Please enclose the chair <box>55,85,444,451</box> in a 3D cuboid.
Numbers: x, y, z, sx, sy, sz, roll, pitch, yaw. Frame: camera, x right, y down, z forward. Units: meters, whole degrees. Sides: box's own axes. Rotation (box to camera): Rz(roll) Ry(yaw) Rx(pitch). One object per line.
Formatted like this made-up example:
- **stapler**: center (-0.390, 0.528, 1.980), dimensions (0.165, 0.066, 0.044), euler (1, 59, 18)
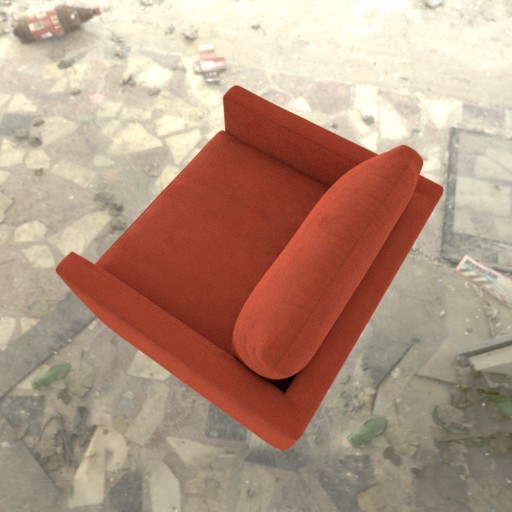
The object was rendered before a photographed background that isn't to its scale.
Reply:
- **chair**: center (0.000, 0.000, 1.570), dimensions (0.875, 0.812, 0.964), euler (31, 67, 15)
